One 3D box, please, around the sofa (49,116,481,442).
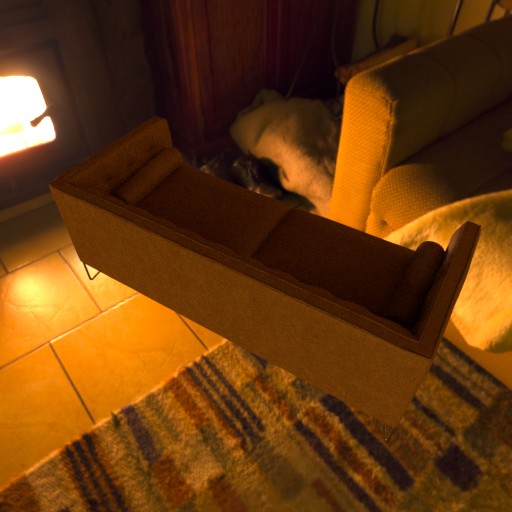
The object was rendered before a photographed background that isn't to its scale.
[{"bbox_3d":[0.000,0.000,2.529,2.079,0.798,0.912,24,51,21],"label":"sofa"}]
